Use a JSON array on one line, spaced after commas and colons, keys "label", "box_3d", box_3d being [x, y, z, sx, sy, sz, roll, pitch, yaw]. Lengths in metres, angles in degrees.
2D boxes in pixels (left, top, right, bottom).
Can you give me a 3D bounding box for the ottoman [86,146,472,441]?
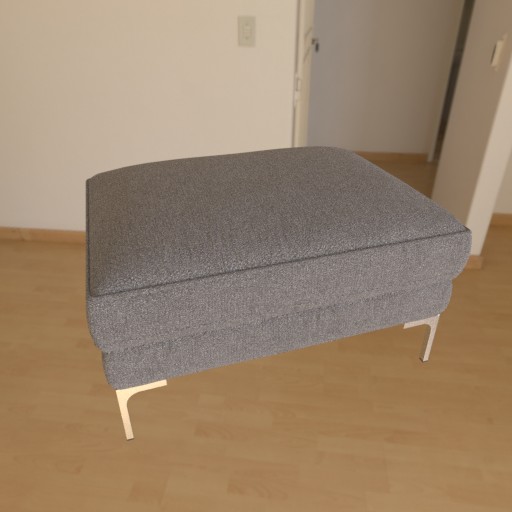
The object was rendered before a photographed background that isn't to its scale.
[{"label": "ottoman", "box_3d": [0.000, 0.000, 1.133, 0.785, 0.464, 0.583, -10, 32, -16]}]
